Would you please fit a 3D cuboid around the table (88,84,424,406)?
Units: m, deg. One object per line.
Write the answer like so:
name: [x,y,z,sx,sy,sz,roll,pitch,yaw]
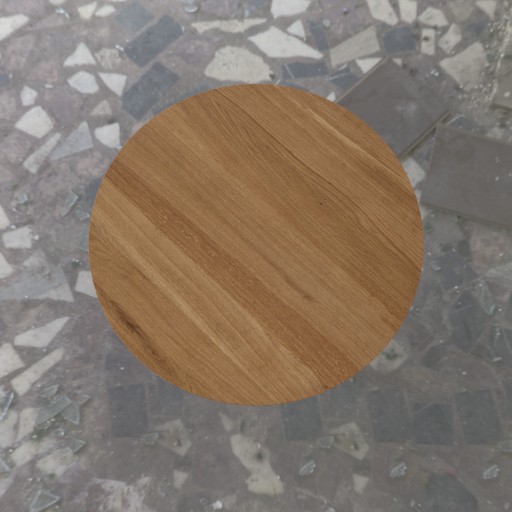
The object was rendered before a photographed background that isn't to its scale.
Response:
table: [0.000,0.000,1.699,1.038,0.666,1.038,0,76,0]
